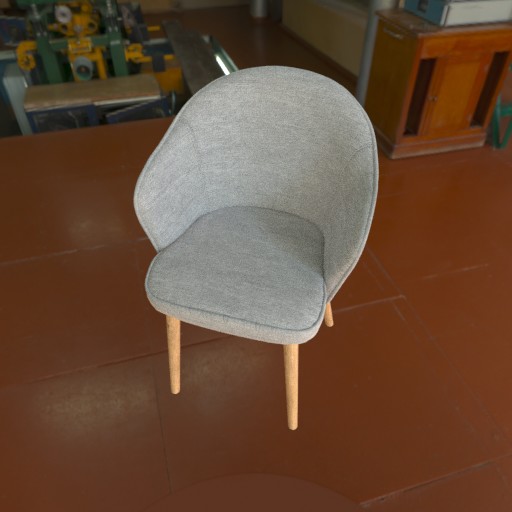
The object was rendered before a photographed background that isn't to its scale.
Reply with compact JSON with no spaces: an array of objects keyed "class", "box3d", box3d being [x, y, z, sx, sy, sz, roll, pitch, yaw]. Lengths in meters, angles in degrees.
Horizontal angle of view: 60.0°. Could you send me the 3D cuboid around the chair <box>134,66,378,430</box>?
[{"class":"chair","box3d":[0.000,0.000,1.167,0.540,0.800,0.530,12,44,13]}]
